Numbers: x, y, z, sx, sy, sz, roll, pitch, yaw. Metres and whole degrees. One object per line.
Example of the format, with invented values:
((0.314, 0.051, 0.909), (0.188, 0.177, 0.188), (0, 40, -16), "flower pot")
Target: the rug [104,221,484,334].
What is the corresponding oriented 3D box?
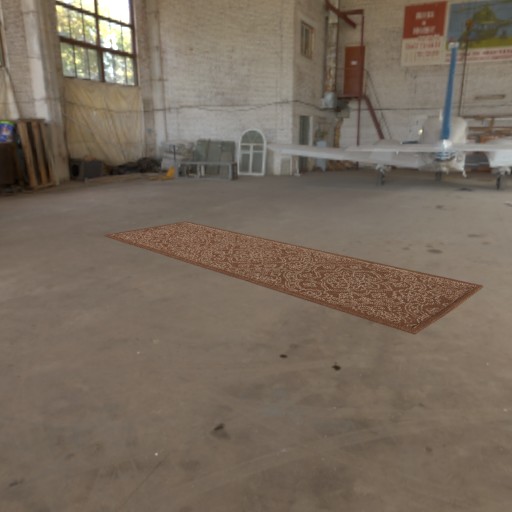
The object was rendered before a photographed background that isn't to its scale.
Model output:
((0.000, 0.000, 2.770), (2.448, 0.012, 0.769), (14, 21, 42), "rug")
